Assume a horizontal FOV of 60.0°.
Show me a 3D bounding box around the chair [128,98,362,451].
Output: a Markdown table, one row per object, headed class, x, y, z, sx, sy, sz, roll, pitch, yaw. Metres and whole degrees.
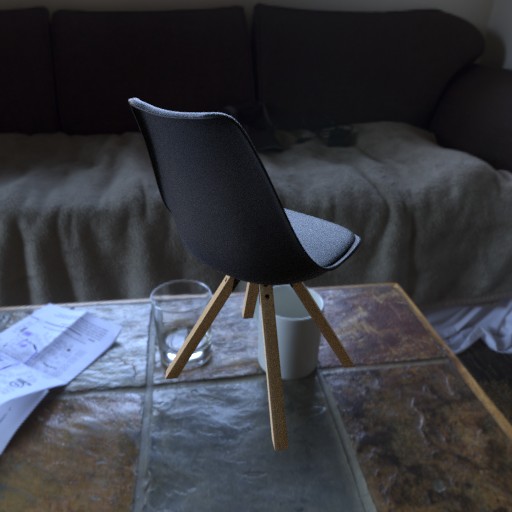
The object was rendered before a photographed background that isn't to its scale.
| class | x | y | z | sx | sy | sz | roll | pitch | yaw |
| --- | --- | --- | --- | --- | --- | --- | --- | --- | --- |
| chair | 0.000 | 0.000 | 1.179 | 0.485 | 0.850 | 0.549 | 21 | 36 | 32 |
